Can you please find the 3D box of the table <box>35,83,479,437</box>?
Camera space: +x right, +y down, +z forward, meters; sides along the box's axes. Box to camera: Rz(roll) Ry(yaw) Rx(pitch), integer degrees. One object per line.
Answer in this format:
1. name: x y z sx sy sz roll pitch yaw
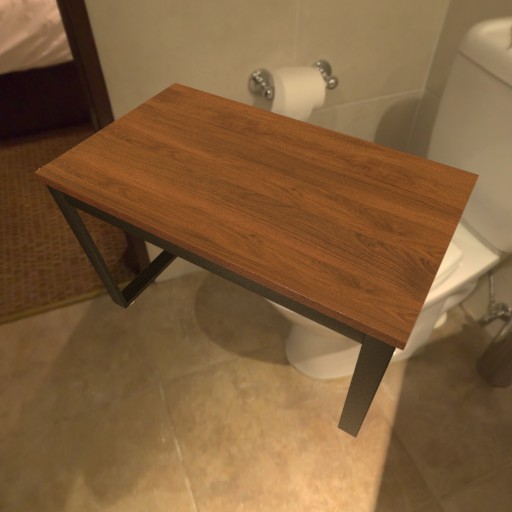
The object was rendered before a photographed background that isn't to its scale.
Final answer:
1. table: 0.000 0.000 1.671 1.205 0.760 0.714 24 51 21
